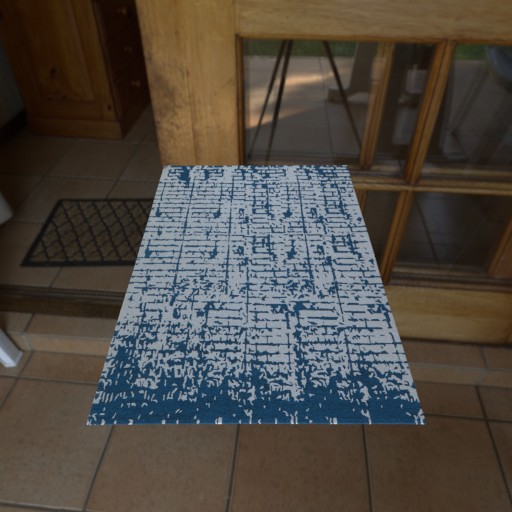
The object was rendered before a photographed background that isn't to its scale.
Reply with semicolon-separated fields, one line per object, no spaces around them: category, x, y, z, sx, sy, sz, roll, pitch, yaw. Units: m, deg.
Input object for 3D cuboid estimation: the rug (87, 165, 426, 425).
rug;0.000;0.000;2.277;1.220;0.007;1.828;0;41;0
